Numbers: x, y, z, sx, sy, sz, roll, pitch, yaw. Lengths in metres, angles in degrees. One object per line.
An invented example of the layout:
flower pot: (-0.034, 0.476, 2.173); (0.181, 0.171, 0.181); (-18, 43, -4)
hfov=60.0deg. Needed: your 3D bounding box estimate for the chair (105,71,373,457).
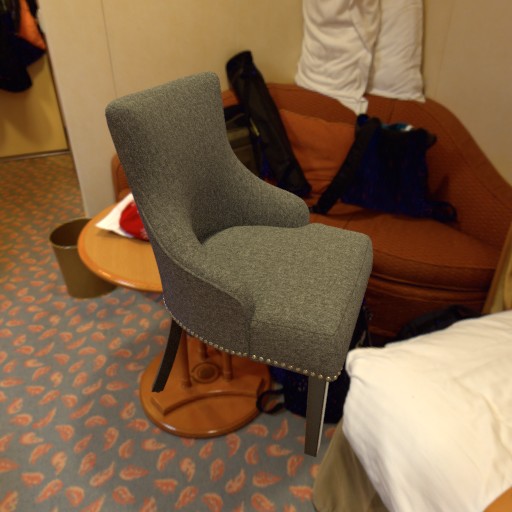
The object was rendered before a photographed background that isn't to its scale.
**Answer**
chair: (0.000, 0.000, 1.280); (0.629, 0.909, 0.566); (11, 33, 18)
